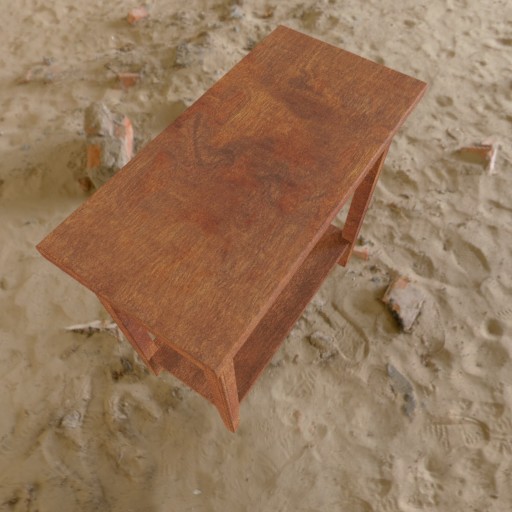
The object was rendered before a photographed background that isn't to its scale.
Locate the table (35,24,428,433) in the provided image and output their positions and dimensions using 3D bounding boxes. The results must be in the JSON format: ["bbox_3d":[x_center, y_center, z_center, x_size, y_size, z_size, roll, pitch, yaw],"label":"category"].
[{"bbox_3d":[0.000,0.000,0.941,0.305,0.610,0.610,31,64,17],"label":"table"}]
